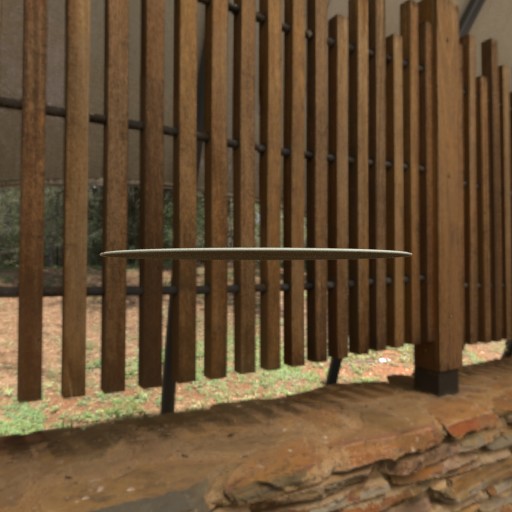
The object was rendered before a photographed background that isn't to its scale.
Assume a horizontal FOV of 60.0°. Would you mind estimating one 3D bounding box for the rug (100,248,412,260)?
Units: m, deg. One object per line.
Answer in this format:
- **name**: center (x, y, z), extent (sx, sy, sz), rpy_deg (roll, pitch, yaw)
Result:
- **rug**: center (0.000, 0.000, 2.392), extent (1.593, 0.012, 1.593), rpy_deg (0, -2, 0)
